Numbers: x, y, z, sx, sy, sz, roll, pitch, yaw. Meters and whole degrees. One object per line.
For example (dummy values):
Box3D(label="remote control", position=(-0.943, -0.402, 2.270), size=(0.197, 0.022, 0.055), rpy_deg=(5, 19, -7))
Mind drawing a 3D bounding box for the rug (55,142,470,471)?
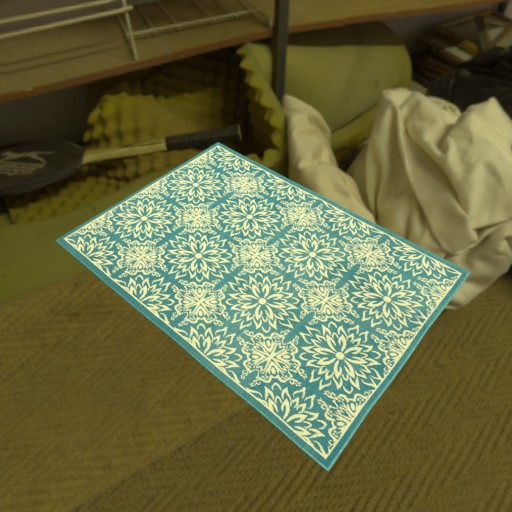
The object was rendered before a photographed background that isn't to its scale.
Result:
Box3D(label="rug", position=(0.000, 0.000, 2.864), size=(2.205, 0.012, 1.554), rpy_deg=(33, 55, 26))
